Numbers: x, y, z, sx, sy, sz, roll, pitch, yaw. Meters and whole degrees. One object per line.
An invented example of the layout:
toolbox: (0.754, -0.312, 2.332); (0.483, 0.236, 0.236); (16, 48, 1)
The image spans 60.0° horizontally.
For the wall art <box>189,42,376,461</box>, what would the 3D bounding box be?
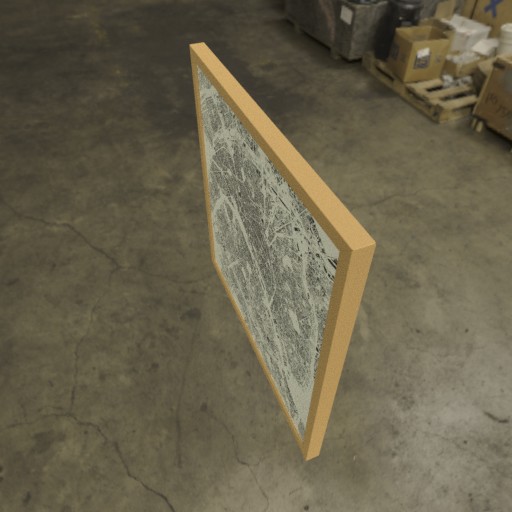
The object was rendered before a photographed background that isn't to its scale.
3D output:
wall art: (0.000, 0.000, 1.107); (0.037, 0.761, 0.761); (-16, 48, -15)
